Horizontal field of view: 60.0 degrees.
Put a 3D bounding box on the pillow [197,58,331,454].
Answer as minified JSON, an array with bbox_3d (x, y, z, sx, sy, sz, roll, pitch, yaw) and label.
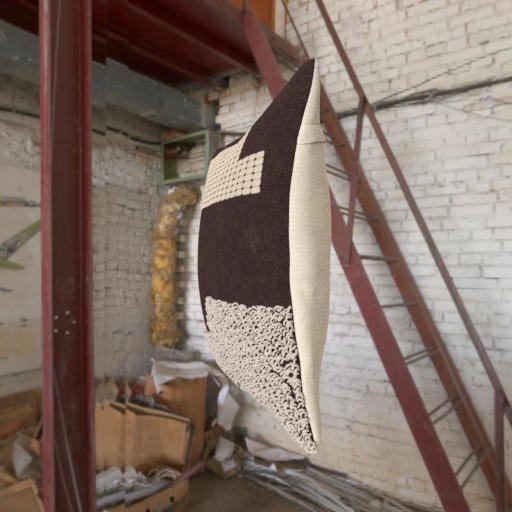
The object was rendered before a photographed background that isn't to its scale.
[{"bbox_3d":[0.000,0.000,0.738,0.178,0.473,0.475,0,-1,-18],"label":"pillow"}]
